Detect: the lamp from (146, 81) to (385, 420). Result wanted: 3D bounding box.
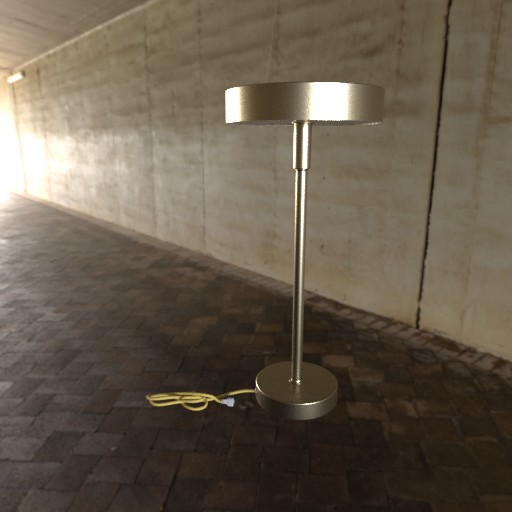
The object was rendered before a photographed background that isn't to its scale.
[{"bbox_3d":[0.000,0.000,0.699,0.369,0.508,0.229,-2,15,-7],"label":"lamp"}]
